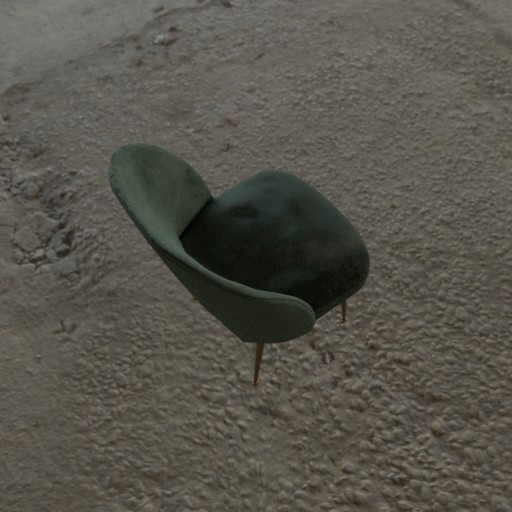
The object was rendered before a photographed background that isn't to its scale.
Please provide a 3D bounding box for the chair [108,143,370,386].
[{"bbox_3d":[0.000,0.000,1.261,0.577,0.860,0.527,-31,64,-18],"label":"chair"}]
